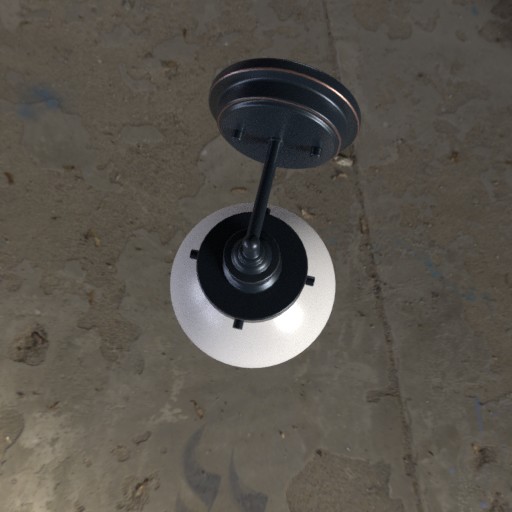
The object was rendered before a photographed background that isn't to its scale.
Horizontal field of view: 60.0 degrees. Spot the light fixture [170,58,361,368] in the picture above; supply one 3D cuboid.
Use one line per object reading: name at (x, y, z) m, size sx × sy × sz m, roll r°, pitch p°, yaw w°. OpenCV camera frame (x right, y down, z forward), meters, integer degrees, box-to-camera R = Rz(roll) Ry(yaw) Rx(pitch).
light fixture at (0.000, 0.000, 0.470) m, size 0.197 × 0.332 × 0.230 m, roll 13°, pitch 76°, yaw 3°
